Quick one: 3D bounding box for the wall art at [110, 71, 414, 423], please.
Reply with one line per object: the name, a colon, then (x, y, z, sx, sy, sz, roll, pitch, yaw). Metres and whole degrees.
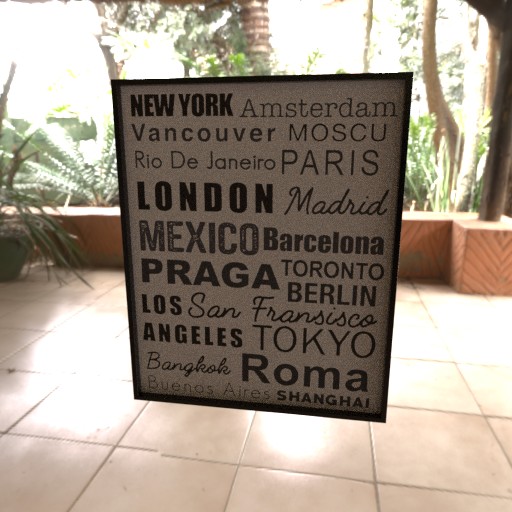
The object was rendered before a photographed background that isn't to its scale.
wall art: (0.000, 0.000, 0.730, 0.448, 0.551, 0.038, 2, 14, 9)
